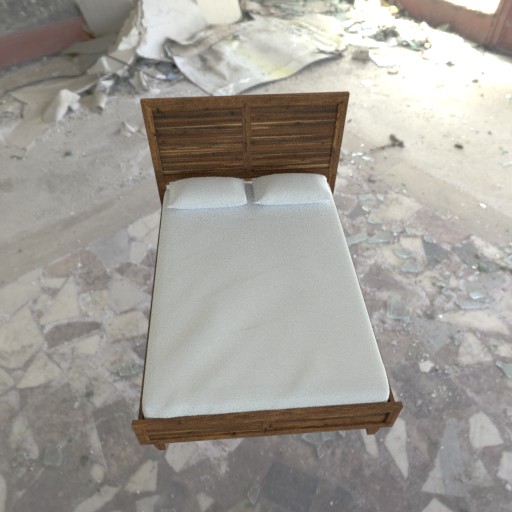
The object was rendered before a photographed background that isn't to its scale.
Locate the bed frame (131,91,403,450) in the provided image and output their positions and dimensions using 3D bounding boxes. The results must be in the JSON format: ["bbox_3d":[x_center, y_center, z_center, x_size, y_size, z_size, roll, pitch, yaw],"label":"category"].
[{"bbox_3d":[0.000,0.000,3.347,1.696,1.417,2.276,-3,47,-3],"label":"bed frame"}]
